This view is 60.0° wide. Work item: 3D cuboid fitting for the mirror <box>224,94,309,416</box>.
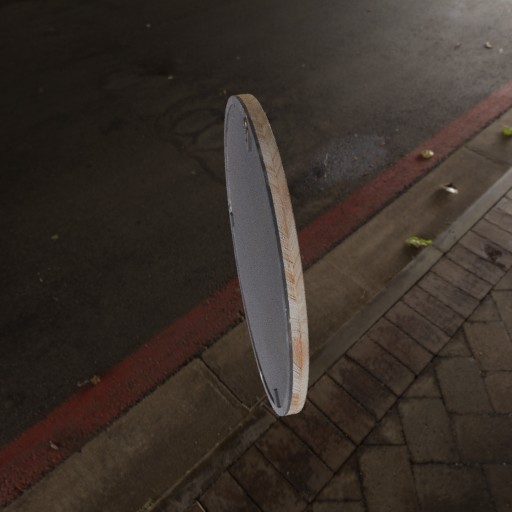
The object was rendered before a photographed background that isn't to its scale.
[{"bbox_3d":[0.000,0.000,1.035,0.038,0.710,0.710,-9,48,-8],"label":"mirror"}]
